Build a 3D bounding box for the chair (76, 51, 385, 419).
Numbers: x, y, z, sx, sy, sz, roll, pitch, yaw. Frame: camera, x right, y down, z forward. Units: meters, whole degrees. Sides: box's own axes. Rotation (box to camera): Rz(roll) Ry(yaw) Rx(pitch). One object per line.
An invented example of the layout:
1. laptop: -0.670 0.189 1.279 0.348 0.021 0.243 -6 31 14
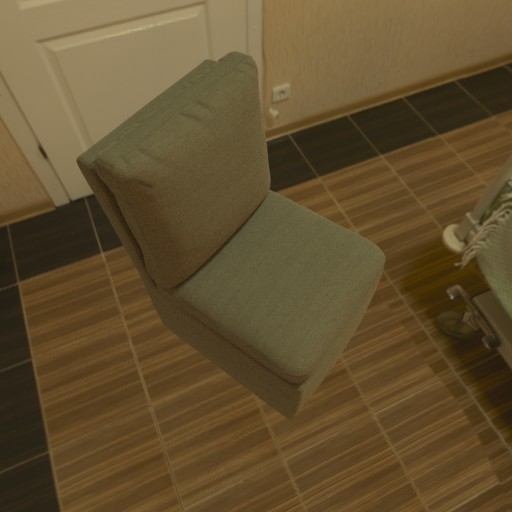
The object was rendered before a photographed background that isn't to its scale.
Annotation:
1. chair: 0.000 0.000 1.335 0.698 0.927 0.503 32 63 18
